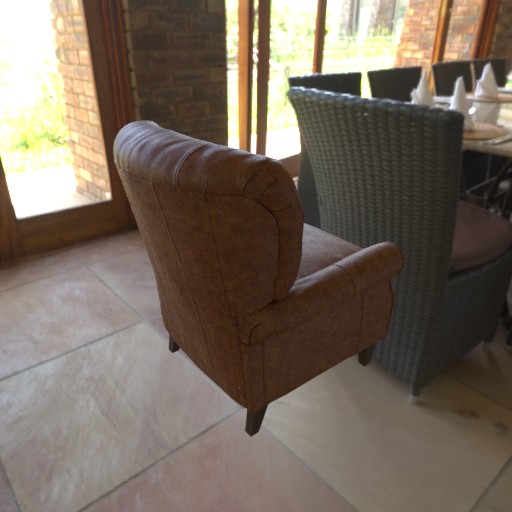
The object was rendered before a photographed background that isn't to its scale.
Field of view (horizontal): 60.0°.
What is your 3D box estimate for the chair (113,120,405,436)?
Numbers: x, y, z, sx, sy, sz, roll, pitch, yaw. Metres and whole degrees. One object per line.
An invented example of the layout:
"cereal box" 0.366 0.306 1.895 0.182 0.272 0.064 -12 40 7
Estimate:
"chair" 0.000 0.000 1.938 1.059 1.164 0.951 -19 32 -33
